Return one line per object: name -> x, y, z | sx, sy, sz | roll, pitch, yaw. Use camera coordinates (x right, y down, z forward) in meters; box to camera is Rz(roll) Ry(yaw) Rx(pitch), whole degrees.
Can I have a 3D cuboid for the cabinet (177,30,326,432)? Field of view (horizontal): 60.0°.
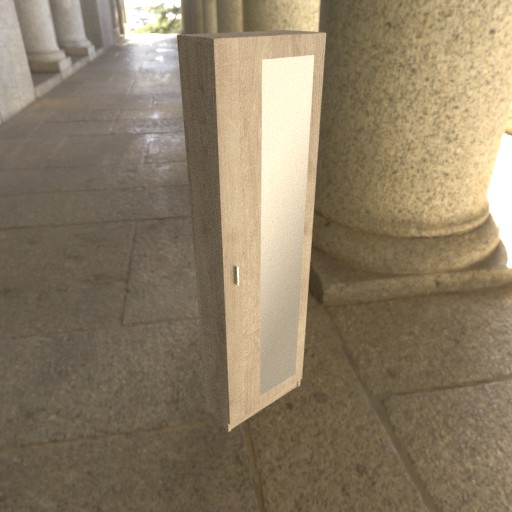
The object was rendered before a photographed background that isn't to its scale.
cabinet -> 0.000, 0.000, 1.994 | 0.500, 1.790, 0.230 | -22, 36, -33
